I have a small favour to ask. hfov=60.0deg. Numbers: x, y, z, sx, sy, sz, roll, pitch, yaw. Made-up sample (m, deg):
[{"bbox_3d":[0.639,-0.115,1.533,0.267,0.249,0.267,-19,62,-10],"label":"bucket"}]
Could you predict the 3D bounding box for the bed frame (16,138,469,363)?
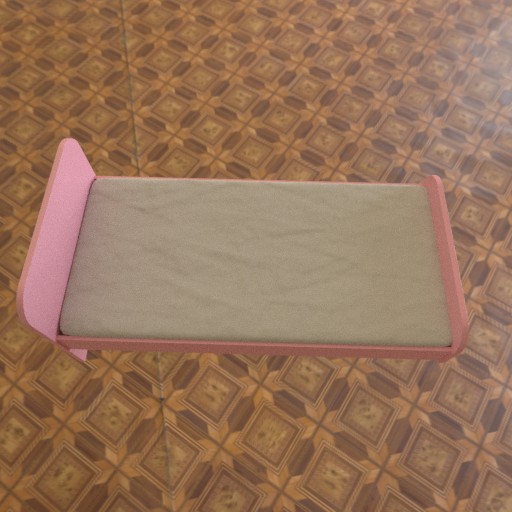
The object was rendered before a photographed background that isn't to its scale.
[{"bbox_3d":[0.000,0.000,2.358,1.963,0.805,0.998,2,64,1],"label":"bed frame"}]
